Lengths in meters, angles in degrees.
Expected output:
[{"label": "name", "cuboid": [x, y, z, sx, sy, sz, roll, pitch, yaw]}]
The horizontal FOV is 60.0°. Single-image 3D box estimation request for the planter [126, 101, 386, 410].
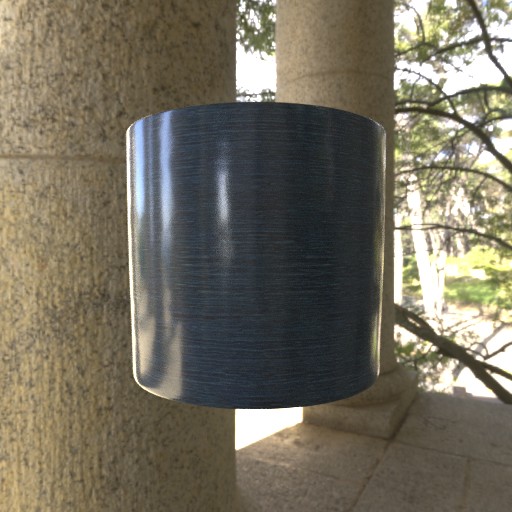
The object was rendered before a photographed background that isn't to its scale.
[{"label": "planter", "cuboid": [0.000, 0.000, 0.395, 0.221, 0.201, 0.221, 0, 1, 0]}]
